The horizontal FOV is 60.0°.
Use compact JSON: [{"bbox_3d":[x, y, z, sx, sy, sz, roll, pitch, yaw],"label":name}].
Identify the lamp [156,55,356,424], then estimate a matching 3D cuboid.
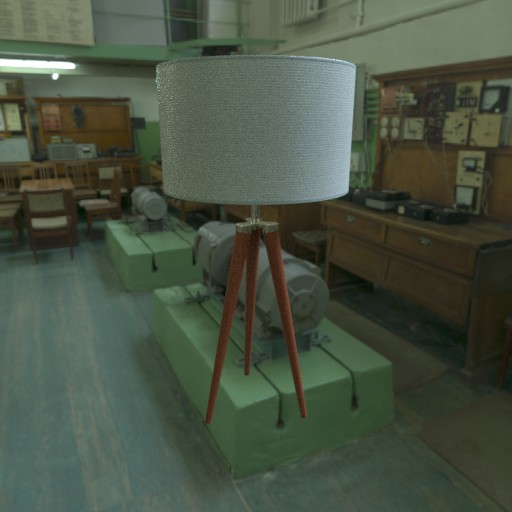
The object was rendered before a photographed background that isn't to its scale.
[{"bbox_3d":[0.000,0.000,0.906,0.354,0.709,0.355,-9,19,-26],"label":"lamp"}]
